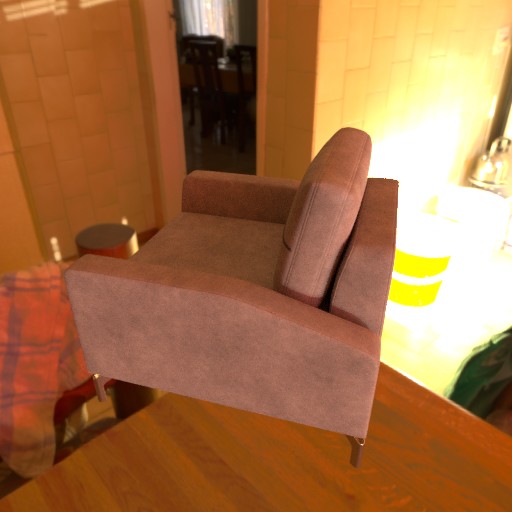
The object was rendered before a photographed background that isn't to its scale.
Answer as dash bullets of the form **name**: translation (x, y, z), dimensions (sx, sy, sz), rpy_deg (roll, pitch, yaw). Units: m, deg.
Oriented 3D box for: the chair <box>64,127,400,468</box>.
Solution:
- **chair**: translation (0.000, 0.000, 1.553), dimensions (0.900, 0.800, 0.900), rpy_deg (8, 31, 15)
